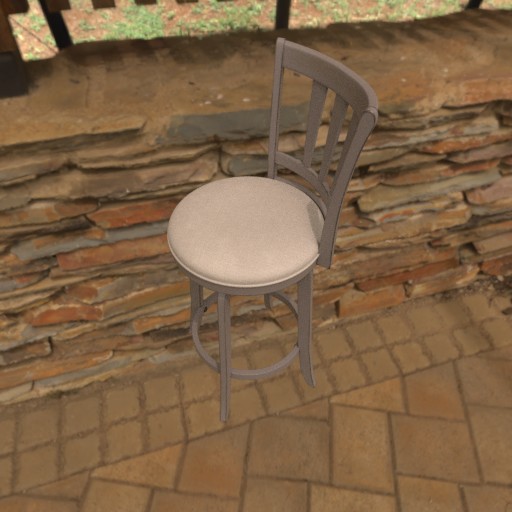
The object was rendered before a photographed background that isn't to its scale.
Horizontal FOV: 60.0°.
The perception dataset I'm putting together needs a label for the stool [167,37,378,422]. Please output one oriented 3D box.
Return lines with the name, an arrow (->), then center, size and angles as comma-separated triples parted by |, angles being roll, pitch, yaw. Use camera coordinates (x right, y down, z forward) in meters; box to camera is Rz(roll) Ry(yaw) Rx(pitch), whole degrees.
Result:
stool -> 0.000, 0.000, 1.274 | 0.475, 1.023, 0.436 | -16, 47, -16
